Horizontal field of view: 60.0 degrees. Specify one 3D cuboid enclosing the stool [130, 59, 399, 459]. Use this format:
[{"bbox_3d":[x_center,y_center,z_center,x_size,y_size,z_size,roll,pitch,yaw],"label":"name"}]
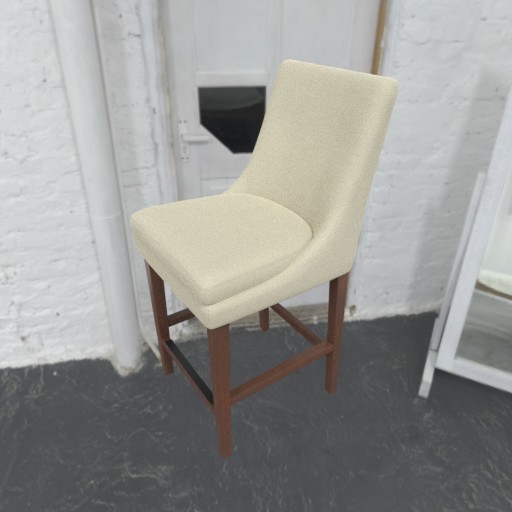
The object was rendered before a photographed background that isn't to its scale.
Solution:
[{"bbox_3d":[0.000,0.000,1.290,0.577,0.981,0.470,-19,36,-29],"label":"stool"}]
